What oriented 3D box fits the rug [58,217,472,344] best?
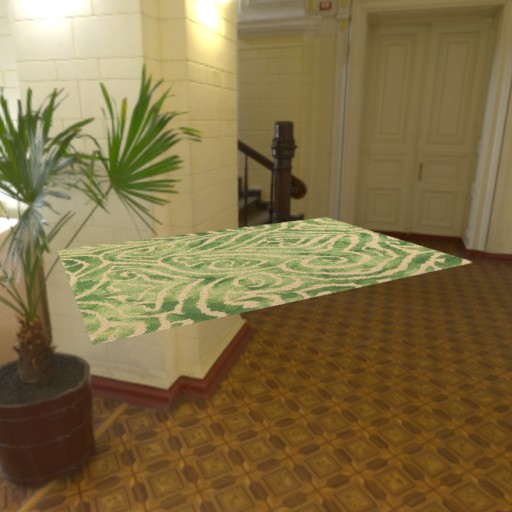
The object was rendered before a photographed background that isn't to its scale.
[{"bbox_3d":[0.000,0.000,2.336,1.826,0.006,1.220,-9,19,-27],"label":"rug"}]
